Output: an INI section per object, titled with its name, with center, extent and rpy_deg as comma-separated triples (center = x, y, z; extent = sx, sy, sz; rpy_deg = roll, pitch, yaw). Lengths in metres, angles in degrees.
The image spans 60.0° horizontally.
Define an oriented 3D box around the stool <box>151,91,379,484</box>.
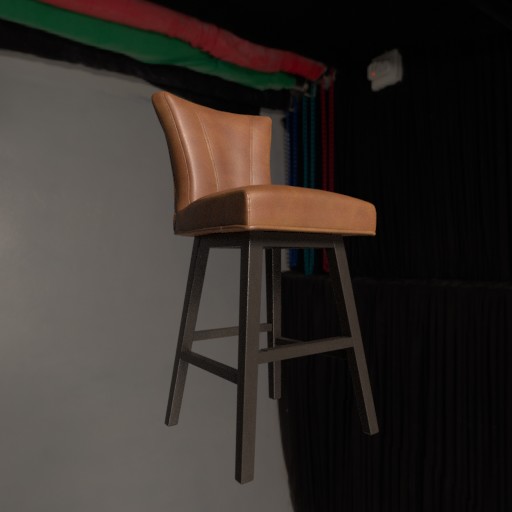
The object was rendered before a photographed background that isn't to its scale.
[stool]
center = 0.000, 0.000, 1.438
extent = 0.522, 1.094, 0.585
rpy_deg = 0, 0, -37
